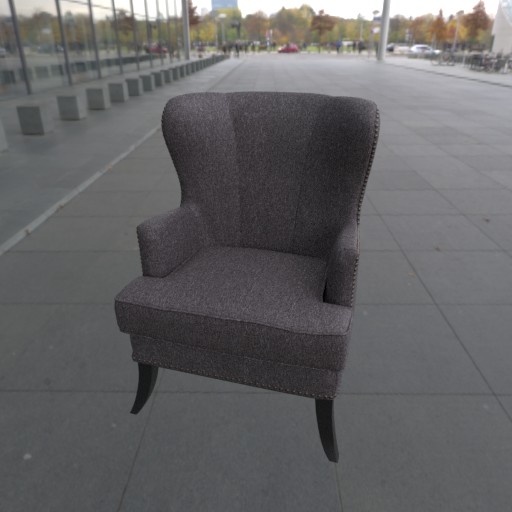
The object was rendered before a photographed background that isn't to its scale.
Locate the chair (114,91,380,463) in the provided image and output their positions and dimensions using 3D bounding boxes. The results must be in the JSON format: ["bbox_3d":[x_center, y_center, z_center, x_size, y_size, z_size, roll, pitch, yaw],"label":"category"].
[{"bbox_3d":[0.000,0.000,1.603,0.759,1.060,0.758,7,27,15],"label":"chair"}]
